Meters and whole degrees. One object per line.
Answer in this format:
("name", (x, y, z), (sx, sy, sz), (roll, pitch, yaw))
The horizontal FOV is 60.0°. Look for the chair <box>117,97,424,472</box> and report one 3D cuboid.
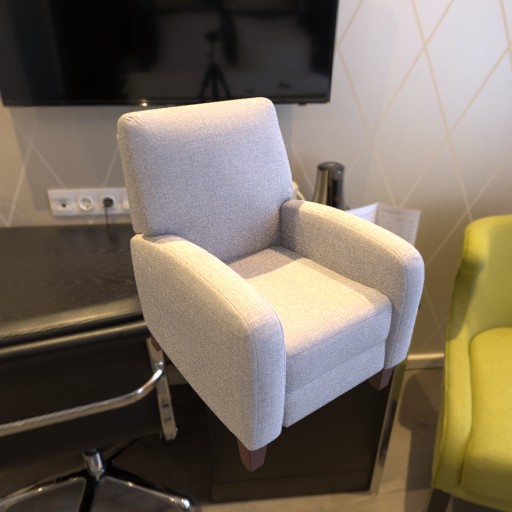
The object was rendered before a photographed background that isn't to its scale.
("chair", (0.000, 0.000, 1.652), (0.762, 0.990, 0.990), (-19, 34, -31))
